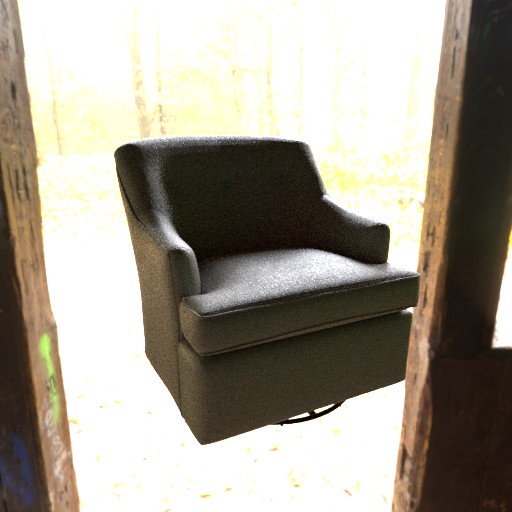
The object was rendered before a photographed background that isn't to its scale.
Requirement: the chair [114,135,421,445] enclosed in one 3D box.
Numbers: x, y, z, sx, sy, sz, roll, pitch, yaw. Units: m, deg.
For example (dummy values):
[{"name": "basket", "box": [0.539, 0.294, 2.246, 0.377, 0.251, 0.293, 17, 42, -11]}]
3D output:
[{"name": "chair", "box": [0.000, 0.000, 1.648, 0.864, 0.856, 0.923, -8, 18, -25]}]
